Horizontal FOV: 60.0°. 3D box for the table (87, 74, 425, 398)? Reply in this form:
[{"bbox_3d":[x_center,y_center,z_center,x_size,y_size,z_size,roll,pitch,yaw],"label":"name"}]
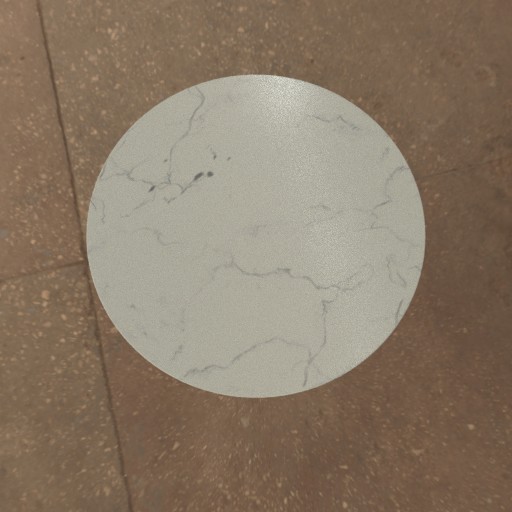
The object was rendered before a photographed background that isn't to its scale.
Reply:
[{"bbox_3d":[0.000,0.000,0.859,0.500,0.420,0.500,0,76,0],"label":"table"}]
